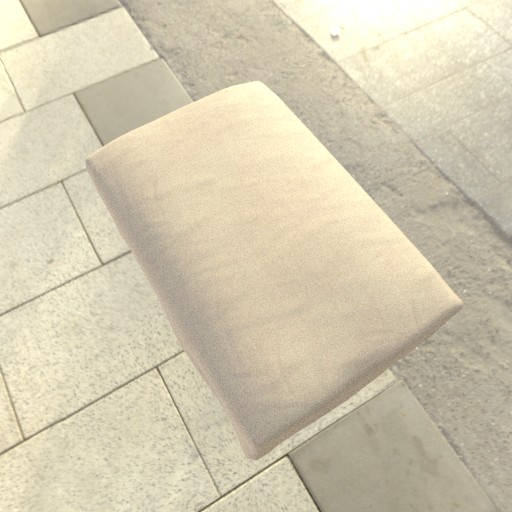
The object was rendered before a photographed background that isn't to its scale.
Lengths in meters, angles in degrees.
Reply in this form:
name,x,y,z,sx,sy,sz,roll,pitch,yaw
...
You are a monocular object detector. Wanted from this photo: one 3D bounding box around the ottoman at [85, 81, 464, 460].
name,x,y,z,sx,sy,sz,roll,pitch,yaw
ottoman,0.000,0.000,1.223,0.590,0.444,0.872,-30,68,-14
